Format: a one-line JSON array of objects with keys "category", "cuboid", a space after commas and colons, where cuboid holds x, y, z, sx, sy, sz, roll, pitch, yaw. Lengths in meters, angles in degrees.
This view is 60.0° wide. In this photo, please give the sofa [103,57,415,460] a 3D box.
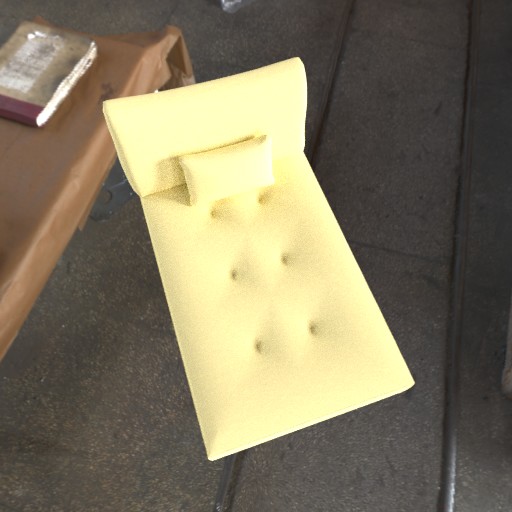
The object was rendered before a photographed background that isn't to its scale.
[{"category": "sofa", "cuboid": [0.000, 0.000, 1.987, 0.930, 0.820, 1.450, -17, 65, -8]}]
